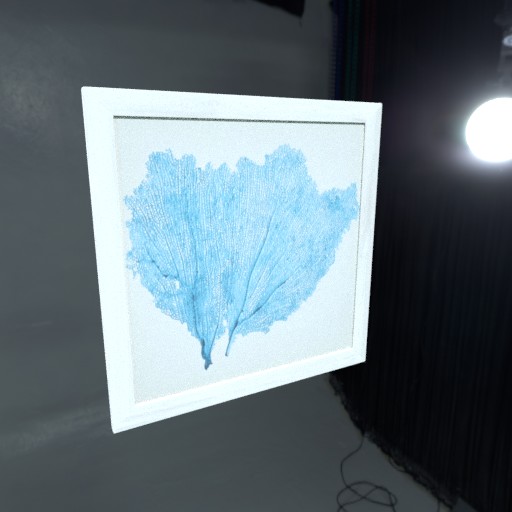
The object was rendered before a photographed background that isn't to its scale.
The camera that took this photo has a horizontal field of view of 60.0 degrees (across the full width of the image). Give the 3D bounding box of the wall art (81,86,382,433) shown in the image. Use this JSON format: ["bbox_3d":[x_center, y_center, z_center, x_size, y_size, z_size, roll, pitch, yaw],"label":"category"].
[{"bbox_3d":[0.000,0.000,0.859,0.584,0.584,0.013,-7,16,-27],"label":"wall art"}]
